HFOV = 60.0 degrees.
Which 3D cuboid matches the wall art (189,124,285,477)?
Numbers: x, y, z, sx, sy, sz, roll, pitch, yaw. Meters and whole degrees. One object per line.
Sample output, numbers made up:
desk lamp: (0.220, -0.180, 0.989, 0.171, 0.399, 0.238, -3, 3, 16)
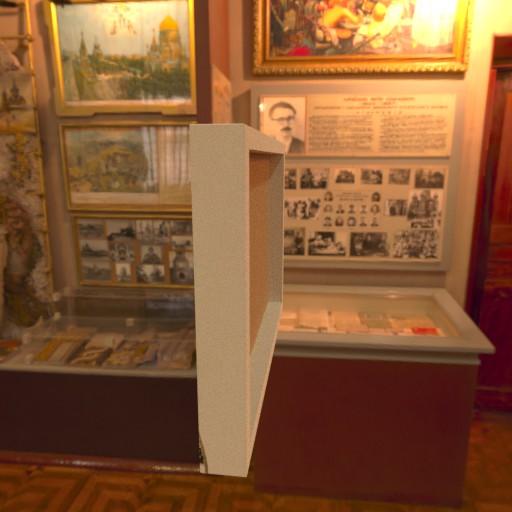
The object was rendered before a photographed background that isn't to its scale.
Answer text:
wall art: (0.000, 0.000, 0.492, 0.039, 0.254, 0.384, 2, 13, 8)
